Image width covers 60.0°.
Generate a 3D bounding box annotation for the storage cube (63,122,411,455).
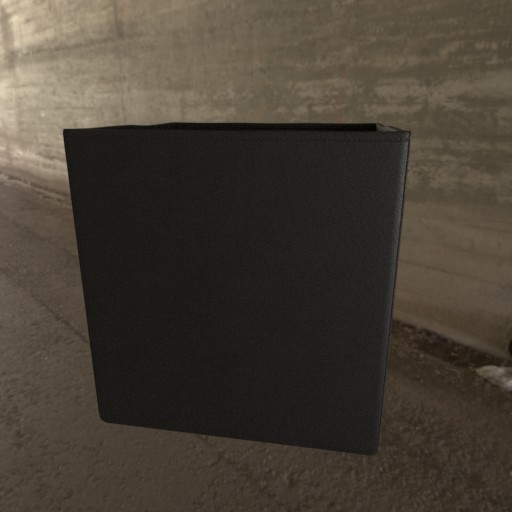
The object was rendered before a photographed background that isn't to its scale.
[{"bbox_3d":[0.000,0.000,0.494,0.270,0.280,0.270,3,18,9],"label":"storage cube"}]
